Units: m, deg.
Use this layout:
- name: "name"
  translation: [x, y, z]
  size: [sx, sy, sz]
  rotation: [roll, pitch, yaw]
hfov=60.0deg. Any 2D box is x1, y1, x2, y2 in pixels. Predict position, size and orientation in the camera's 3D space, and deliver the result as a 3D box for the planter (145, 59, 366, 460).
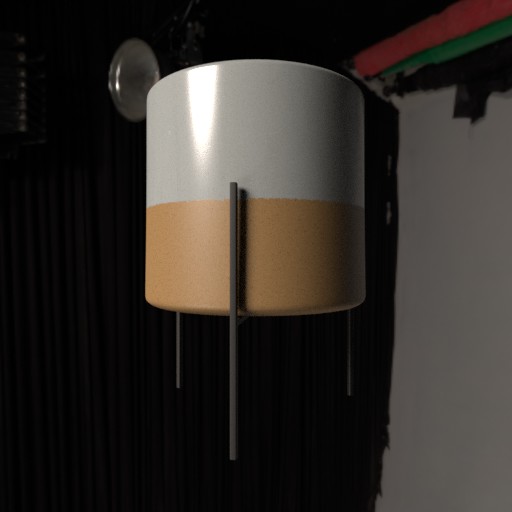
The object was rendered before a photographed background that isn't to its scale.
- name: "planter"
  translation: [0.000, 0.000, 0.635]
  size: [0.310, 0.432, 0.310]
  rotation: [0, 0, -37]
